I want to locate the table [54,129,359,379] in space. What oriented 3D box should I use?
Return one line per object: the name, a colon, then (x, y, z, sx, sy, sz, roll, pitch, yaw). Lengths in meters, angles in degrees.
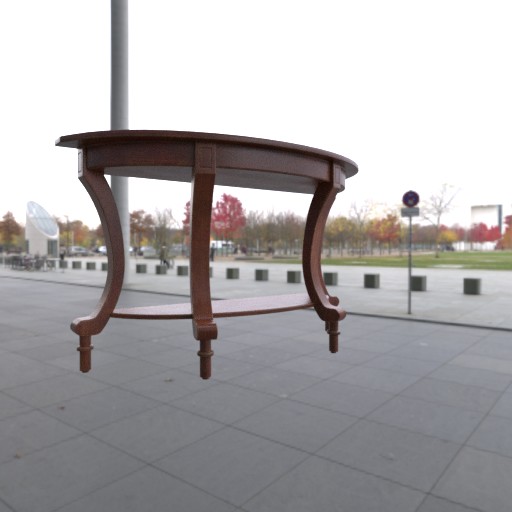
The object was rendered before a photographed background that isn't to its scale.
table: (0.000, 0.000, 1.521, 1.198, 0.699, 0.394, -1, 2, -36)
